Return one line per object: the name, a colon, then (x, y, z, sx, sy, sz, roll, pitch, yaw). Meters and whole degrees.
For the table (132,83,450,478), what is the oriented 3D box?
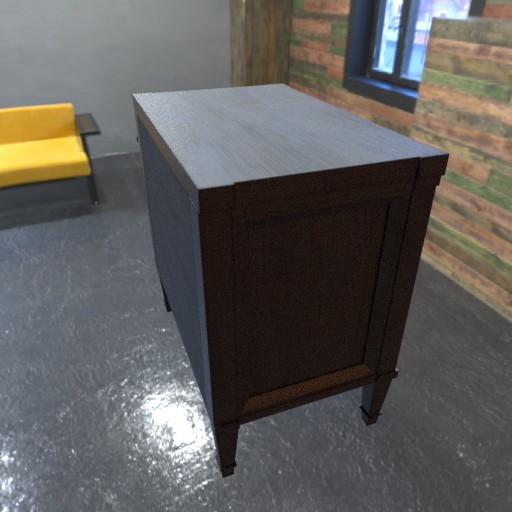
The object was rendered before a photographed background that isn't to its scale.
table: (0.000, 0.000, 1.073, 0.413, 0.660, 0.660, -11, 33, -18)
